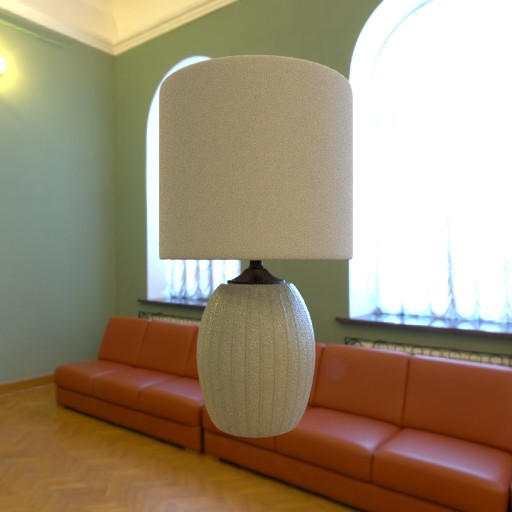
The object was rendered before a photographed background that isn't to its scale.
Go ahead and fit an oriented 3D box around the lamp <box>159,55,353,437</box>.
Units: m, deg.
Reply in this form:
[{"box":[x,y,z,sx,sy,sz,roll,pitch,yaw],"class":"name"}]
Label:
[{"box":[0.000,0.000,0.766,0.329,0.570,0.329,0,0,35],"class":"lamp"}]
